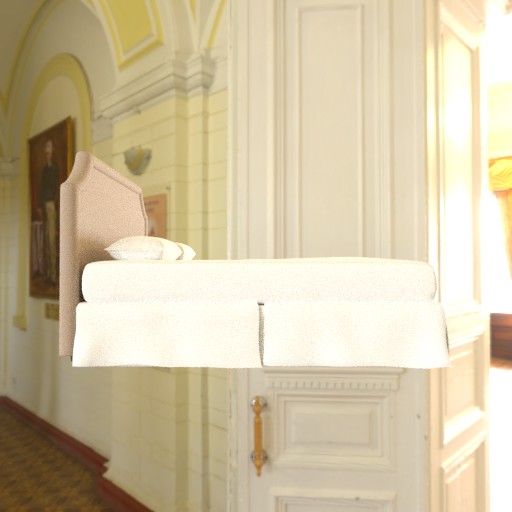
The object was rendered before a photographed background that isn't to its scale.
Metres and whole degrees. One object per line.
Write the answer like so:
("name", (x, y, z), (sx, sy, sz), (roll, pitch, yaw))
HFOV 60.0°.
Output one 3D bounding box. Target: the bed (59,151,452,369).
("bed", (0.000, 0.000, 4.200), (2.773, 1.590, 2.350), (0, -1, -1))
